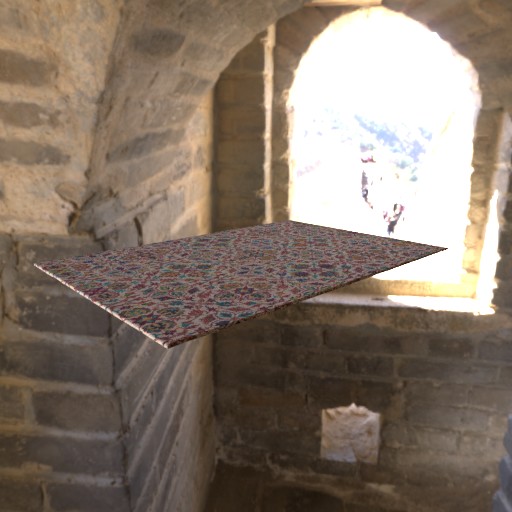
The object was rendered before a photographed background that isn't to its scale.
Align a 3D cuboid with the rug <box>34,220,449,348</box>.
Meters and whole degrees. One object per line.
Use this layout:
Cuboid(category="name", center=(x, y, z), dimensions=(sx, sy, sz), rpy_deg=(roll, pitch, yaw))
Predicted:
Cuboid(category="rug", center=(0.000, 0.000, 2.926), dimensions=(2.297, 0.018, 1.541), rpy_deg=(-13, 19, -41))
